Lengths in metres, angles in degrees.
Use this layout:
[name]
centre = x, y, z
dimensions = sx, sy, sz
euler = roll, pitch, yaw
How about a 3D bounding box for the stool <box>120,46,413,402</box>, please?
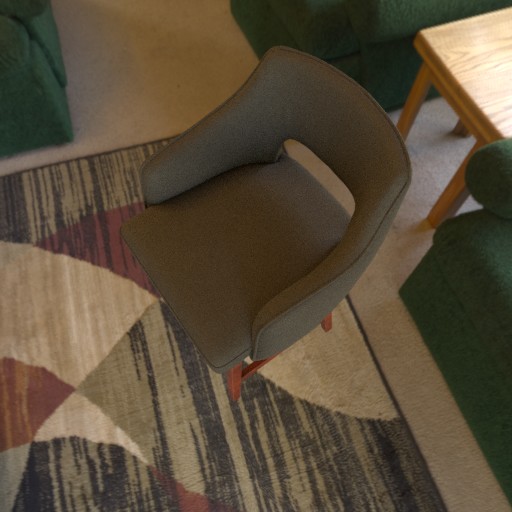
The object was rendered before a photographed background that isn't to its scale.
[stool]
centre = 0.000, 0.000, 1.233
dimensions = 0.558, 0.912, 0.548
euler = -33, 68, -15
